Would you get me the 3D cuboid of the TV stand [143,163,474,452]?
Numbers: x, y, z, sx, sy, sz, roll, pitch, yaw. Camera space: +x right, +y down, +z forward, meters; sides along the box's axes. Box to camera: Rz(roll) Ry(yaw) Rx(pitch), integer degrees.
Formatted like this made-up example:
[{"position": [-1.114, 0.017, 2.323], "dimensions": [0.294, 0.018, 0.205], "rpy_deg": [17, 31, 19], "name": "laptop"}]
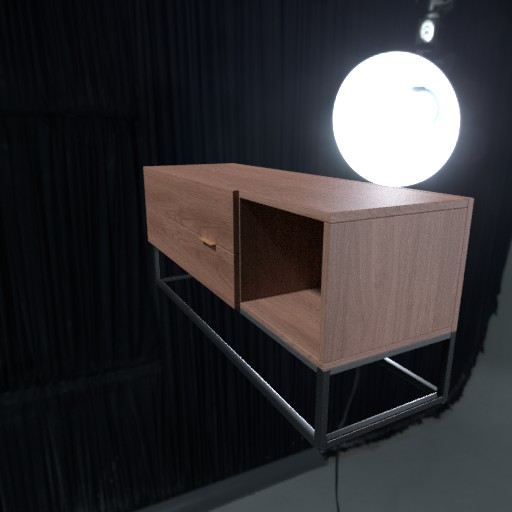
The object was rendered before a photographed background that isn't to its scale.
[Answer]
[{"position": [0.000, 0.000, 1.428], "dimensions": [0.415, 0.500, 1.200], "rpy_deg": [-8, 18, -27], "name": "TV stand"}]
